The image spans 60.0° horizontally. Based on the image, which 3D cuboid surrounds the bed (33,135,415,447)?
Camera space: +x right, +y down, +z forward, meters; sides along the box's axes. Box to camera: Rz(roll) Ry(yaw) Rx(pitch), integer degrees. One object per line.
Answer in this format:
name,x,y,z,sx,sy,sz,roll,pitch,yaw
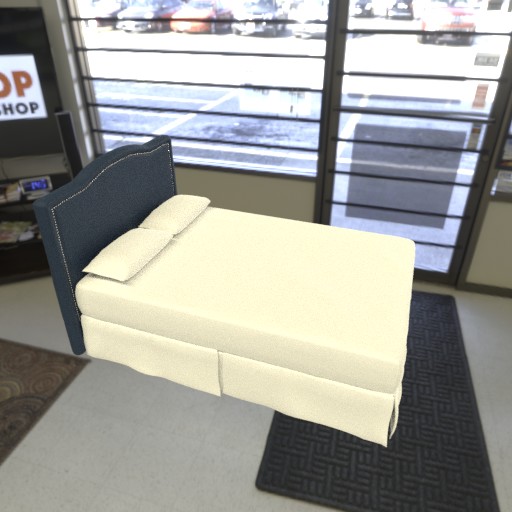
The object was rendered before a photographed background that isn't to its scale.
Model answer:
bed,0.000,0.000,3.519,2.507,1.441,1.741,11,33,17
